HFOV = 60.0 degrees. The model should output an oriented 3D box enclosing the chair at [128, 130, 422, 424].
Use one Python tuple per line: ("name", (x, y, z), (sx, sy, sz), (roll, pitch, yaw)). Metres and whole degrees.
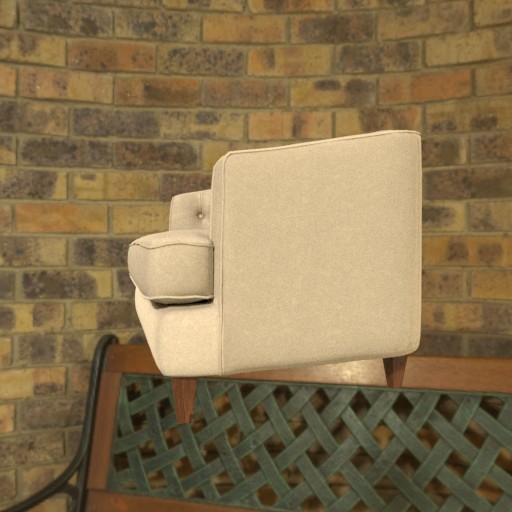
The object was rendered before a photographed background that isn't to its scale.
("chair", (0.000, 0.000, 1.722), (0.941, 0.852, 1.104), (0, 1, -18))
